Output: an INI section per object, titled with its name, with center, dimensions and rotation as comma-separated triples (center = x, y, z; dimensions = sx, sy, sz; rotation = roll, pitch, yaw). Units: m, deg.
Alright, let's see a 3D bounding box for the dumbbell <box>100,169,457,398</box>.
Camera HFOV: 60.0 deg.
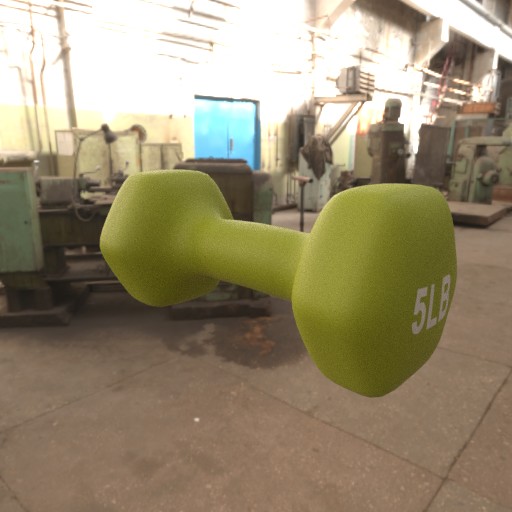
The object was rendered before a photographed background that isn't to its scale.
[dumbbell]
center = 0.000, 0.000, 0.202
dimensions = 0.164, 0.072, 0.080
rotation = 13, 19, 42
